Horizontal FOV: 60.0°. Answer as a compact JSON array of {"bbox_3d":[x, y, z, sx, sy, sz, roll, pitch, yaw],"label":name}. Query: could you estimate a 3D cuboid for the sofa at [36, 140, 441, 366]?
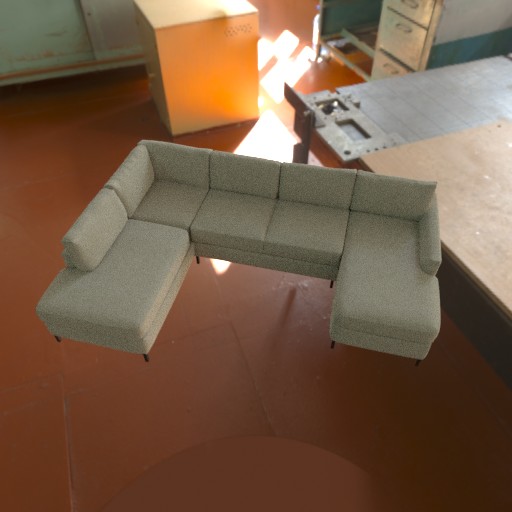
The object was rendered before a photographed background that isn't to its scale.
[{"bbox_3d":[0.000,0.000,3.759,2.984,0.862,1.989,10,47,9],"label":"sofa"}]
